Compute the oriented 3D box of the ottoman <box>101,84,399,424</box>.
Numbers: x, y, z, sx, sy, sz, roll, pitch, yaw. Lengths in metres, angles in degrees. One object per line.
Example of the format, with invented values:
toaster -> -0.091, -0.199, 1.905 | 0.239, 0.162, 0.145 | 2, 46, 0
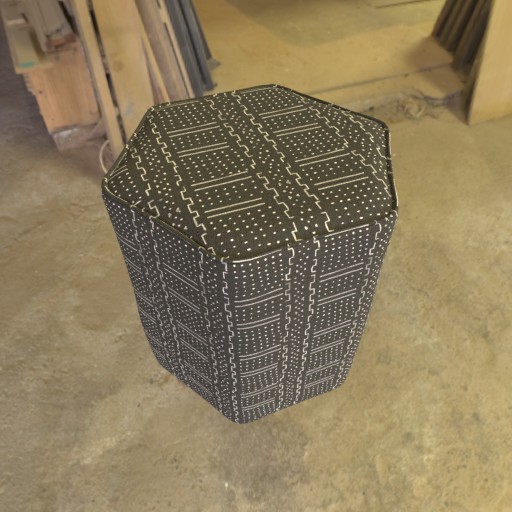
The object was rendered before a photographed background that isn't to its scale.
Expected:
ottoman -> 0.000, 0.000, 0.881 | 0.494, 0.502, 0.443 | -16, 48, -15
